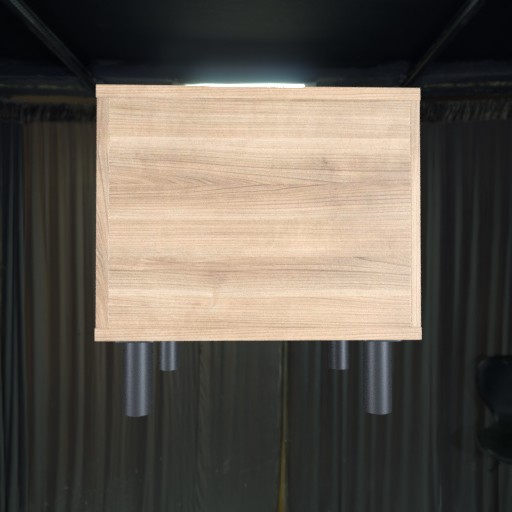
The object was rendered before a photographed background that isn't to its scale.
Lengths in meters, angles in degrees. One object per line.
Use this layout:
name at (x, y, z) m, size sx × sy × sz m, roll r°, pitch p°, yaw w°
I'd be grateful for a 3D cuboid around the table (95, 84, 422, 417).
table at (0.000, 0.000, 0.794) m, size 0.445 × 0.460 × 0.380 m, roll 0°, pitch -1°, yaw -2°
